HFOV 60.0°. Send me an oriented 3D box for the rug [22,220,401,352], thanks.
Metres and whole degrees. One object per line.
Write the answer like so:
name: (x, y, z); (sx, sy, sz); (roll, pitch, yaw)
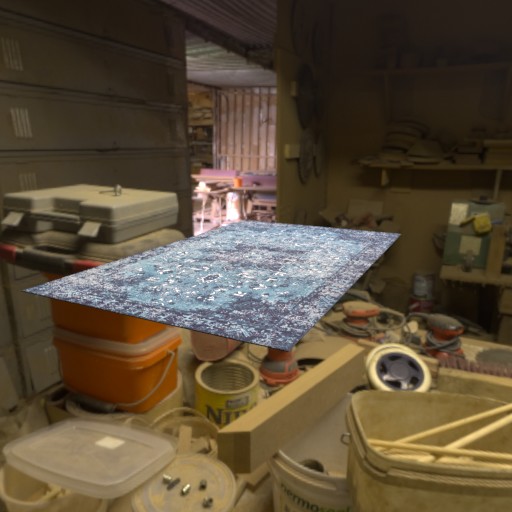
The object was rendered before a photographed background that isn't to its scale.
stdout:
rug: (0.000, 0.000, 3.043); (1.525, 0.007, 2.440); (7, 16, 26)
